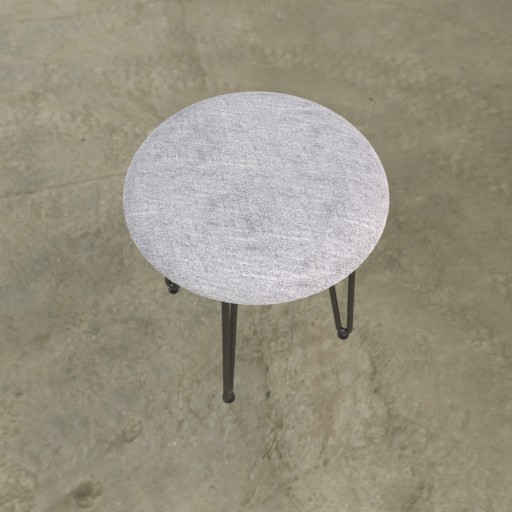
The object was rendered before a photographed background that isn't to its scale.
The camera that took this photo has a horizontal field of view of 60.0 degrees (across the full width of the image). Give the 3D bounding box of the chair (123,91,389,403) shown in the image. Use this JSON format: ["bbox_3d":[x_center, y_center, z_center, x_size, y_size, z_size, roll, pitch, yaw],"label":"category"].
[{"bbox_3d":[0.000,0.000,0.656,0.350,0.386,0.350,14,59,8],"label":"chair"}]
